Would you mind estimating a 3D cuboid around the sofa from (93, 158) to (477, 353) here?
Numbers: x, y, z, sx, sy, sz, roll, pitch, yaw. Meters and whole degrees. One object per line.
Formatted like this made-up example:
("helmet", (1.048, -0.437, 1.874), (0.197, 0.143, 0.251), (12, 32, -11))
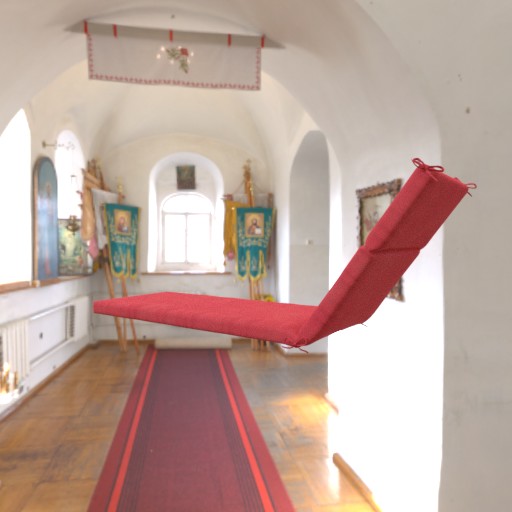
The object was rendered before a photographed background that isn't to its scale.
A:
("sofa", (0.000, 0.000, 1.943), (1.663, 0.622, 0.582), (2, 3, 35))
